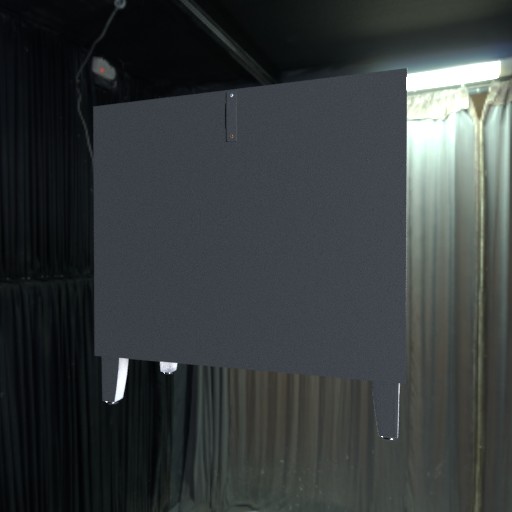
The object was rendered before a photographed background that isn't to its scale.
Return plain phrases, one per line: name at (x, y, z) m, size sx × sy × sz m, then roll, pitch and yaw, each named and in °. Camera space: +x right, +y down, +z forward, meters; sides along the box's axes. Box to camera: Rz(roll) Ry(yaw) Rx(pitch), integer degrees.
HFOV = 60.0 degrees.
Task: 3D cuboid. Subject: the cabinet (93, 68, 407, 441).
cabinet at (0.000, 0.000, 1.218) m, size 0.781 × 0.787 × 0.370 m, roll 0°, pitch 1°, yaw 18°
